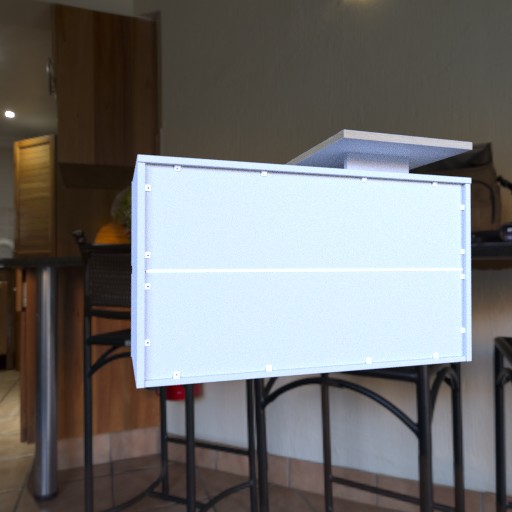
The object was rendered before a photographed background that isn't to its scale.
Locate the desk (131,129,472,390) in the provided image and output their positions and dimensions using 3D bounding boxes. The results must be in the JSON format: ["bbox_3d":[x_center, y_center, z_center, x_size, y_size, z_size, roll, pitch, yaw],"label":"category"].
[{"bbox_3d":[0.000,0.000,2.002,1.098,0.755,1.404,0,-1,-17],"label":"desk"}]
